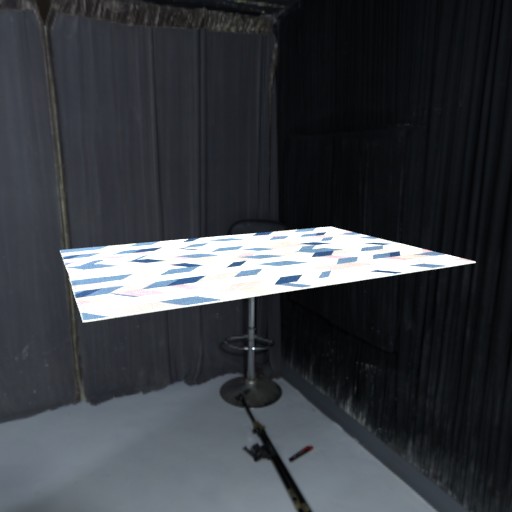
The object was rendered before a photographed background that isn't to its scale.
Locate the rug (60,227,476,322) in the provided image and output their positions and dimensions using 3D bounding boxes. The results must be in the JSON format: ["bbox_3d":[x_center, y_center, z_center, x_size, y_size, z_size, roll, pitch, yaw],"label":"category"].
[{"bbox_3d":[0.000,0.000,2.303,1.813,0.006,1.202,-6,14,-26],"label":"rug"}]
